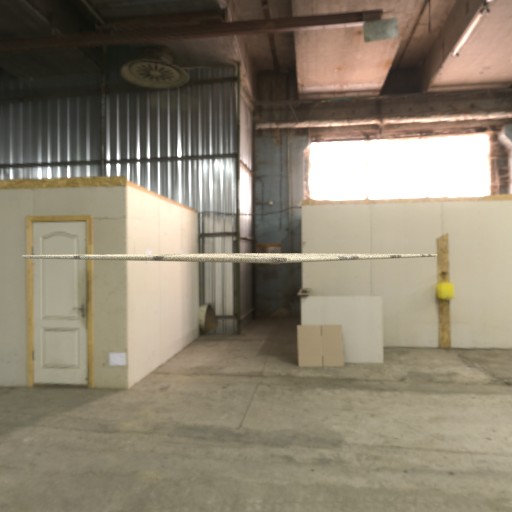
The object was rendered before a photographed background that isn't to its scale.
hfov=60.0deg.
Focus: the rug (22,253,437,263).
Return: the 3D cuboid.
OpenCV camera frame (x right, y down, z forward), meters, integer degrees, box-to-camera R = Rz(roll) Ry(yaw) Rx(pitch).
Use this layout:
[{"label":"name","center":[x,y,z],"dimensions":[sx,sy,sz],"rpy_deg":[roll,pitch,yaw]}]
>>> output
[{"label":"rug","center":[0.000,0.000,3.981],"dimensions":[2.399,0.026,3.000],"rpy_deg":[0,1,36]}]
